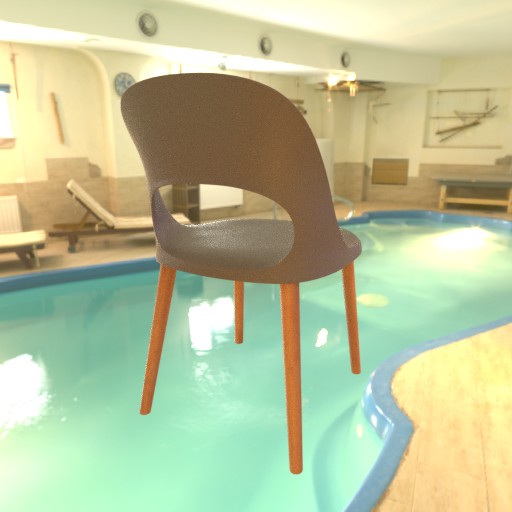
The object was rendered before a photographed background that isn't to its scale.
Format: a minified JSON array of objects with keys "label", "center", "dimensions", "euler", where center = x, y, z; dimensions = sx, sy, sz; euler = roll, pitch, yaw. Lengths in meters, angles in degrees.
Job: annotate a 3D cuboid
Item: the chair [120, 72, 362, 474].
[{"label":"chair","center":[0.000,0.000,1.113],"dimensions":[0.470,0.795,0.556],"euler":[8,17,28]}]
